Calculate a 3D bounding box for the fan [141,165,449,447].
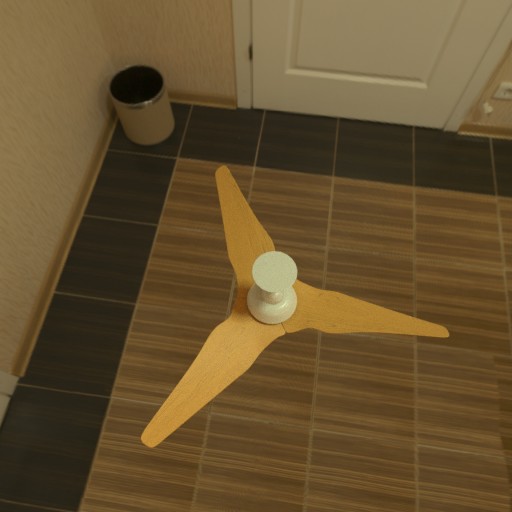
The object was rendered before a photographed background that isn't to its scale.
[{"bbox_3d":[0.000,0.000,1.634,1.142,0.355,1.010,-19,66,-9],"label":"fan"}]
